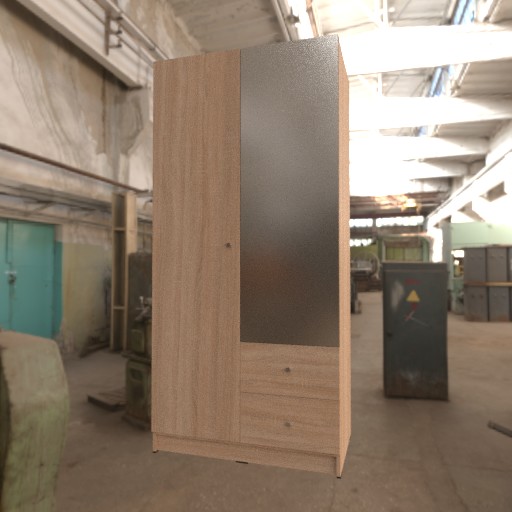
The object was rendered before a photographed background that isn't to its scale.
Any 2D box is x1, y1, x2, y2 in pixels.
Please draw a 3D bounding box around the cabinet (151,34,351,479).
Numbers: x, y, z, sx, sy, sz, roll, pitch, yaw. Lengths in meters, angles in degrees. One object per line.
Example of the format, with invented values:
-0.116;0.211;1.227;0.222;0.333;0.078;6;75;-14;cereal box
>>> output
0.000;0.000;2.520;1.001;2.121;0.590;0;-1;17;cabinet
